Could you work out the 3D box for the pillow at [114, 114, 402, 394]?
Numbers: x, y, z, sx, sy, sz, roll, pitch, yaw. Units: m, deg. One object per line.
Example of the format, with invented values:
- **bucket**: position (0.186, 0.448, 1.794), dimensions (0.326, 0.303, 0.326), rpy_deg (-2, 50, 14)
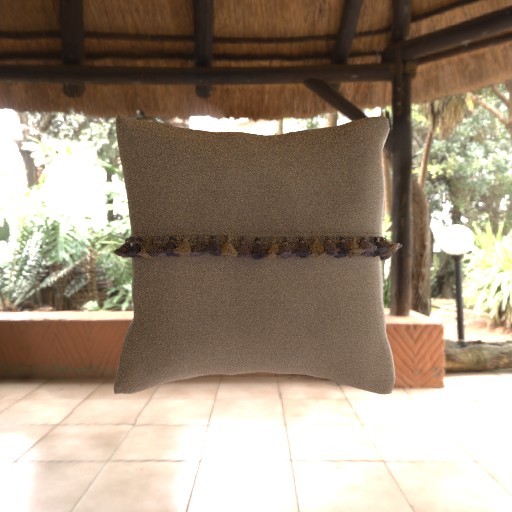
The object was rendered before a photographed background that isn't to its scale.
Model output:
- **pillow**: position (0.000, 0.000, 0.746), dimensions (0.489, 0.481, 0.165), rpy_deg (0, 1, -1)
